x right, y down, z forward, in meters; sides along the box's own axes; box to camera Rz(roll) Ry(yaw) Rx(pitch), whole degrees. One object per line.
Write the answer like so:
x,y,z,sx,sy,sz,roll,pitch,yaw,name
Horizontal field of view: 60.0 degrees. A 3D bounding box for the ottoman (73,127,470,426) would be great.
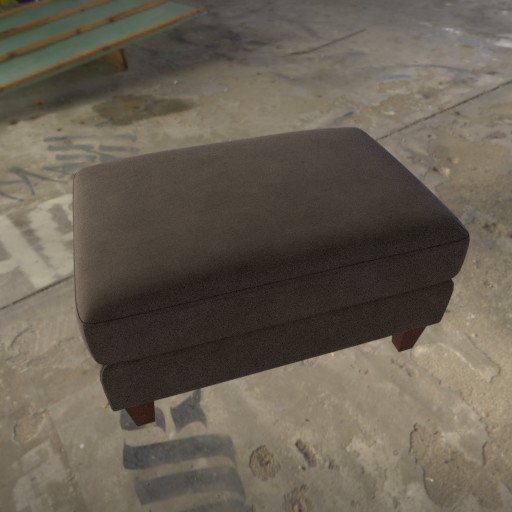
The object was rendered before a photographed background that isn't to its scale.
0.000,0.000,1.192,0.864,0.483,0.584,-12,43,-13,ottoman
